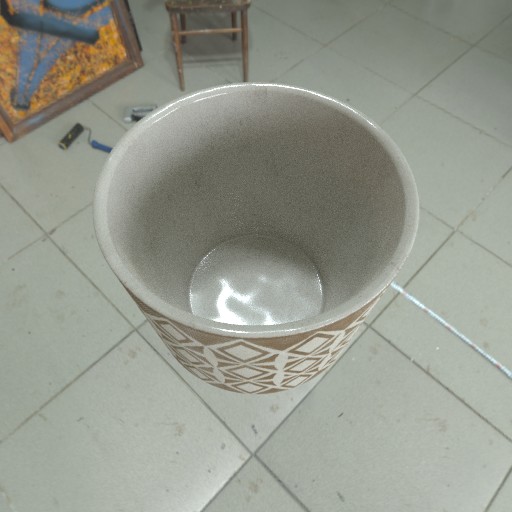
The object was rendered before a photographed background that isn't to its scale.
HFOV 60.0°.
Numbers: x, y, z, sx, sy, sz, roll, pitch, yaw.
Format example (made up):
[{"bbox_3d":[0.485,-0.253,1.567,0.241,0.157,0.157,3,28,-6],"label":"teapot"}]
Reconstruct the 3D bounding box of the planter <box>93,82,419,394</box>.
[{"bbox_3d":[0.000,0.000,0.452,0.260,0.220,0.260,0,58,0],"label":"planter"}]
